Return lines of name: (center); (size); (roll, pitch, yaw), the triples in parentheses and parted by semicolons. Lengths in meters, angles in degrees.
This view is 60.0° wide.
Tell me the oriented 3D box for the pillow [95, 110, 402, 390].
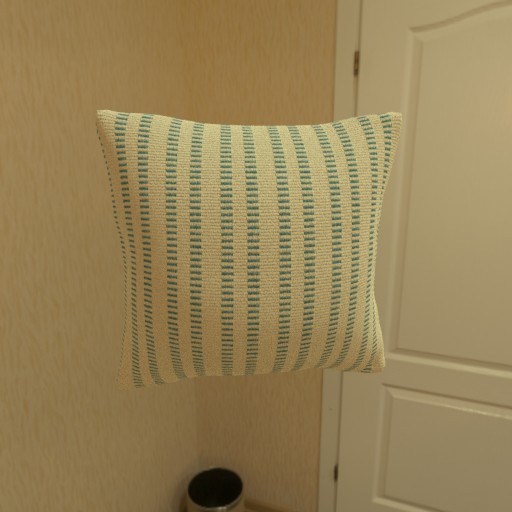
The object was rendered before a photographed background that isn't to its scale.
pillow: (0.000, 0.000, 0.671); (0.438, 0.419, 0.247); (-2, 14, -8)
